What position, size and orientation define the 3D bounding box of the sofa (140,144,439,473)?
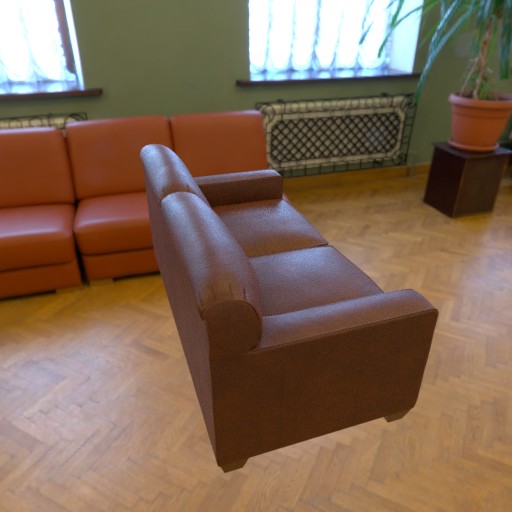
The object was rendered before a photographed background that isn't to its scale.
[{"bbox_3d":[0.000,0.000,2.465,1.000,0.966,1.856,-10,31,-16],"label":"sofa"}]
